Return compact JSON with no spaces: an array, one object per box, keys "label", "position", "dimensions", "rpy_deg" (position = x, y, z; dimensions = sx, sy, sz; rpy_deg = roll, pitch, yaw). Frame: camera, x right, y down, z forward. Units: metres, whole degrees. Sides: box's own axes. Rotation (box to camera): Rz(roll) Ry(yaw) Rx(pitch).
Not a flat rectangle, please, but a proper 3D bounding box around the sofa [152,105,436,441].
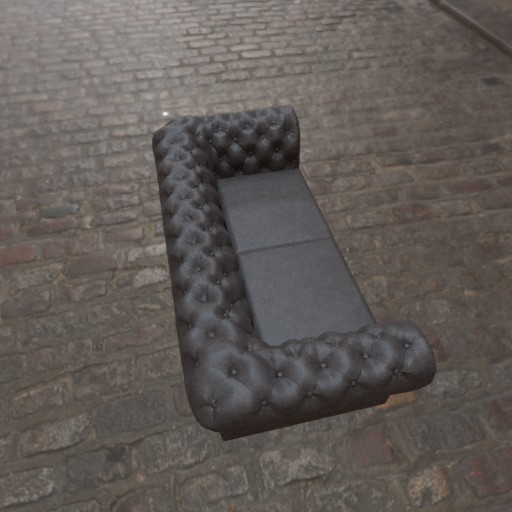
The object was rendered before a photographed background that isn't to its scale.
[{"label":"sofa","position":[0.000,0.000,2.468],"dimensions":[0.944,0.779,2.048],"rpy_deg":[-10,48,-9]}]
